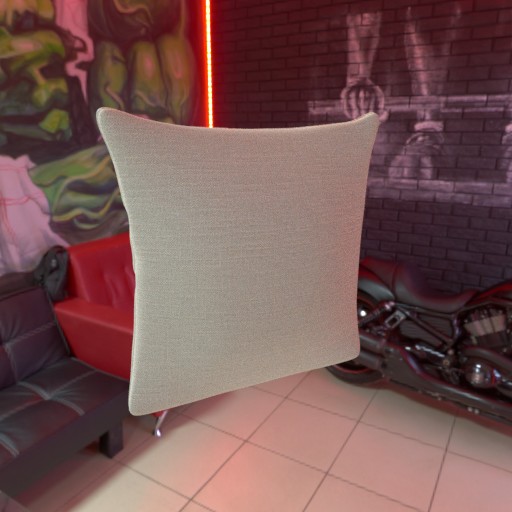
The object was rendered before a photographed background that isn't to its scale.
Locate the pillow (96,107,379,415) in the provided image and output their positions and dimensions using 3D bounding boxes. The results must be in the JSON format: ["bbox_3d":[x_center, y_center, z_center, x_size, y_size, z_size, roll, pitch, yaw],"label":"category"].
[{"bbox_3d":[0.000,0.000,0.711,0.451,0.449,0.191,-7,17,-25],"label":"pillow"}]
